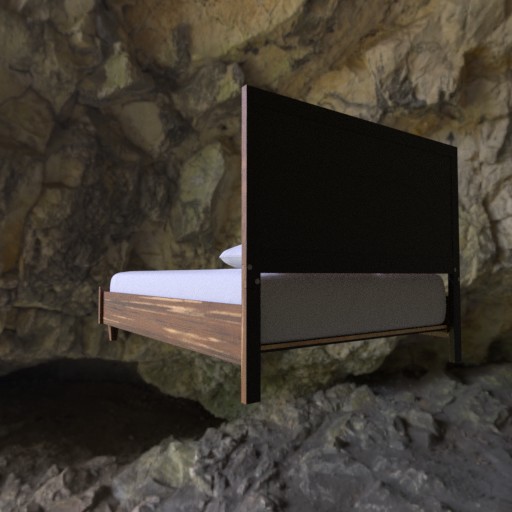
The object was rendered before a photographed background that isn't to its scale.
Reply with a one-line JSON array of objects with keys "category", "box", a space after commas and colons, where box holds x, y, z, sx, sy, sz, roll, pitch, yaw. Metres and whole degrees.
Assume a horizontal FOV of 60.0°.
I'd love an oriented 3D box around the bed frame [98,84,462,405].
[{"category": "bed frame", "box": [0.000, 0.000, 3.370, 1.696, 1.417, 2.276, 2, -3, -35]}]
